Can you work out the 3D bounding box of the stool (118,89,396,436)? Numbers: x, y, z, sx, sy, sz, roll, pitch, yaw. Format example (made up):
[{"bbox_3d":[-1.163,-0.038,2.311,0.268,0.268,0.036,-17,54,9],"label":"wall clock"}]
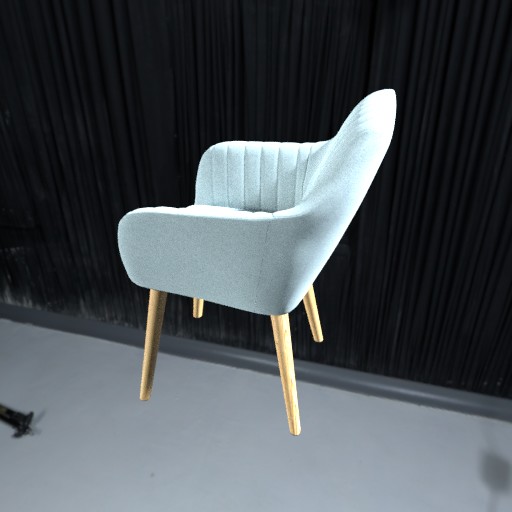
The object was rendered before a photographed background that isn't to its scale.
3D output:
[{"bbox_3d":[0.000,0.000,1.168,0.590,0.830,0.503,8,32,14],"label":"stool"}]
